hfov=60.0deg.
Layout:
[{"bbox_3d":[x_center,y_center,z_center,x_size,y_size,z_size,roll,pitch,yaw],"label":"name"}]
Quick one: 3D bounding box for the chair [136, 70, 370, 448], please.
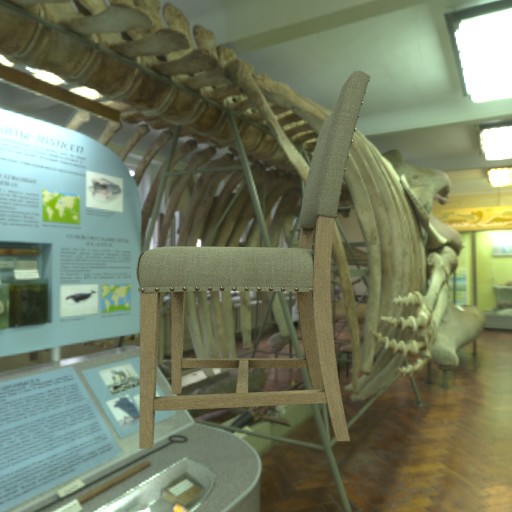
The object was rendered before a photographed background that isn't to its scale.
[{"bbox_3d":[0.000,0.000,1.384,0.622,0.986,0.508,0,-1,-1],"label":"chair"}]
